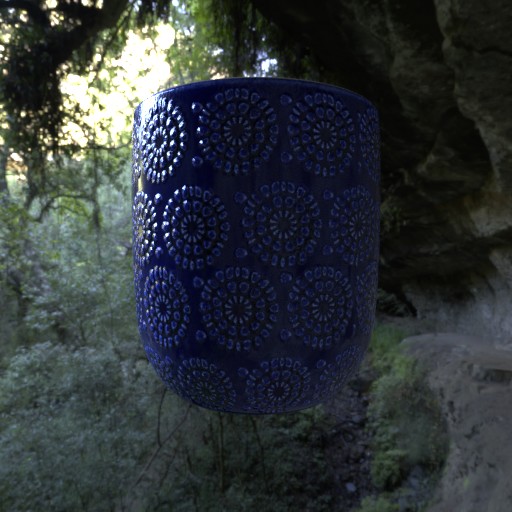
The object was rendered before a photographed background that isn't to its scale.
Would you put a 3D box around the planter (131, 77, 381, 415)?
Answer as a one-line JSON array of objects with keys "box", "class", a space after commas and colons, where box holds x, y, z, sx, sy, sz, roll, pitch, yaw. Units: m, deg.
[{"box": [0.000, 0.000, 0.341, 0.184, 0.206, 0.184, 0, 1, 0], "class": "planter"}]
